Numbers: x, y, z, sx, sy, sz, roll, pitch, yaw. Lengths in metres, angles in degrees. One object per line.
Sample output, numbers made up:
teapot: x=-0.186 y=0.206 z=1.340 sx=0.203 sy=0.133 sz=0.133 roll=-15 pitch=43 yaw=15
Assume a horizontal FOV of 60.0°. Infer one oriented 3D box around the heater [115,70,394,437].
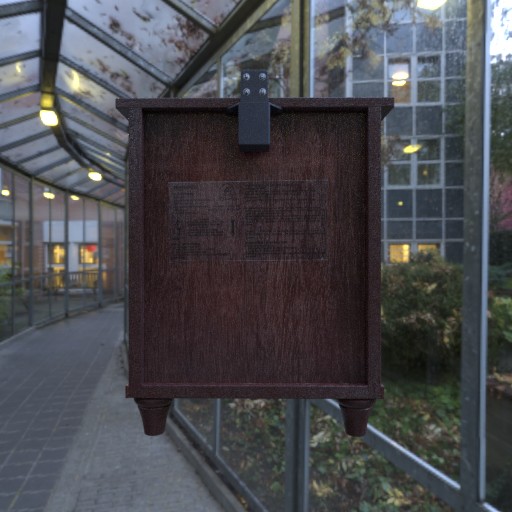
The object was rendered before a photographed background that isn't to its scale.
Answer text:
heater: x=0.000 y=0.000 z=0.753 sx=0.362 sy=0.481 sz=0.400 roll=0 pitch=0 yaw=1
